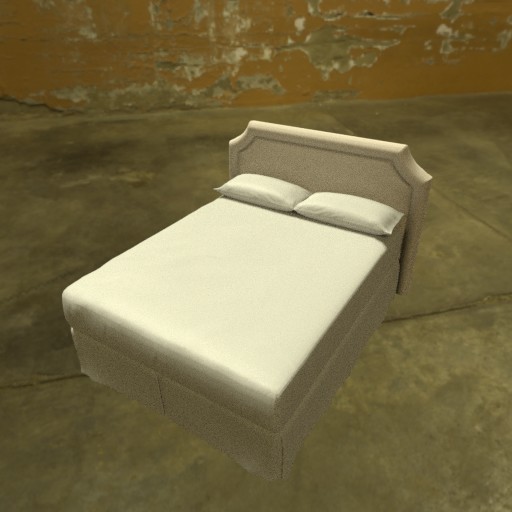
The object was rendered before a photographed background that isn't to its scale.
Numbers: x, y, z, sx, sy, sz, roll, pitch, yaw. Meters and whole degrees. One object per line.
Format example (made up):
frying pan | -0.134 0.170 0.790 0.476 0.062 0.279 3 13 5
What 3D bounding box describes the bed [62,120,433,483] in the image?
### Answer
bed | 0.000 0.000 3.182 1.828 1.297 2.164 18 35 27
